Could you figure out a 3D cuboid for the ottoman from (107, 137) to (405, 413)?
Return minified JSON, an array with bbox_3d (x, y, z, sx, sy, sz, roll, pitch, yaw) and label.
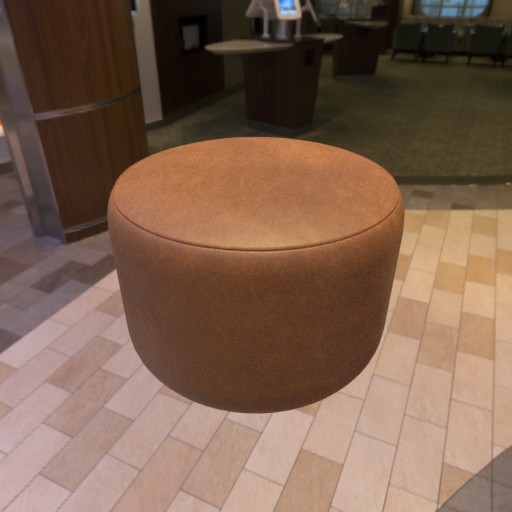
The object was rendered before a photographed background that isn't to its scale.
[{"bbox_3d":[0.000,0.000,1.010,0.607,0.438,0.607,0,31,0],"label":"ottoman"}]
